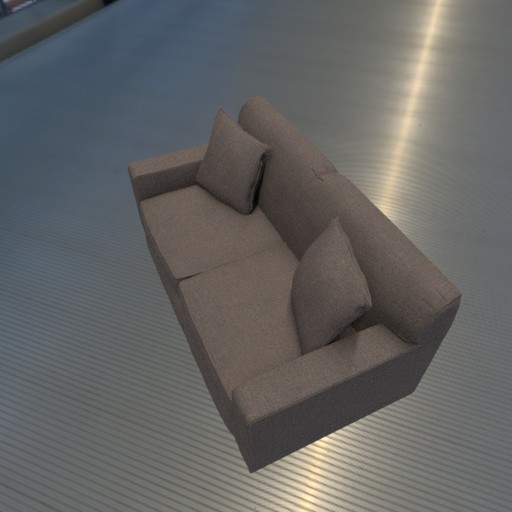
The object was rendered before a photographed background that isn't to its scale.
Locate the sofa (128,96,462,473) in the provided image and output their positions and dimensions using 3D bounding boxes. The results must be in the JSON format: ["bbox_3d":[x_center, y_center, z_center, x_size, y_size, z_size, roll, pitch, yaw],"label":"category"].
[{"bbox_3d":[0.000,0.000,2.458,1.000,0.958,1.846,-19,49,-17],"label":"sofa"}]
